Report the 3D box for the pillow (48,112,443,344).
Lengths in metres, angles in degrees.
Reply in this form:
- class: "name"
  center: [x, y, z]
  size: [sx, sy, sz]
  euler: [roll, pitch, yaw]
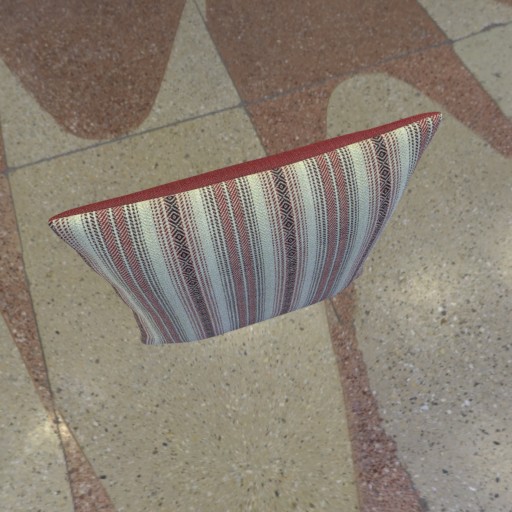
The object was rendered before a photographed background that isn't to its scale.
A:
- class: "pillow"
  center: [0.000, 0.000, 0.758]
  size: [0.513, 0.497, 0.166]
  euler: [-17, 66, -8]
